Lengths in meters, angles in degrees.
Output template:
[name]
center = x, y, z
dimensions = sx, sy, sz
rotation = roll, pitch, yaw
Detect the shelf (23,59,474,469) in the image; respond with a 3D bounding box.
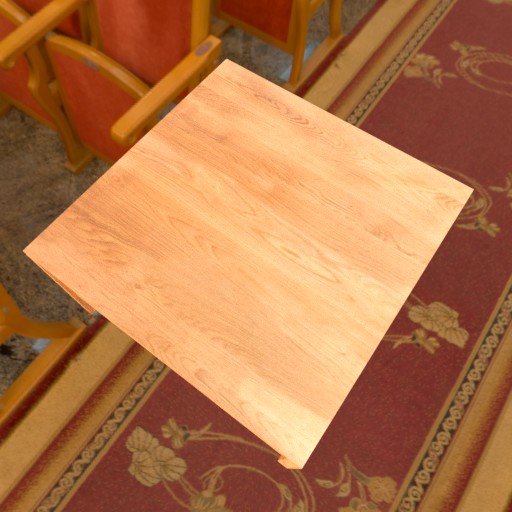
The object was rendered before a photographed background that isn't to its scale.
[shelf]
center = 0.000, 0.000, 1.450
dimensions = 0.899, 0.480, 0.899
rotation = 33, 69, 15
